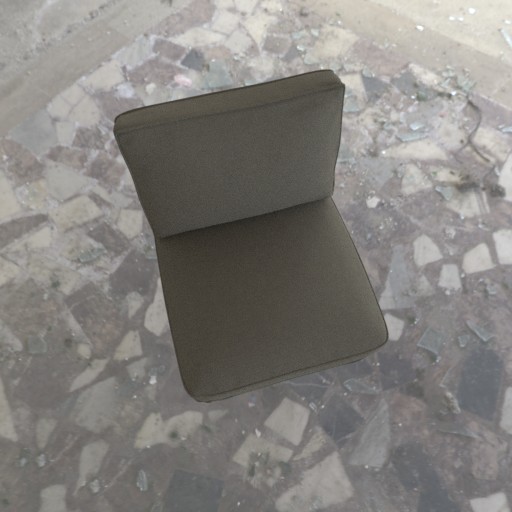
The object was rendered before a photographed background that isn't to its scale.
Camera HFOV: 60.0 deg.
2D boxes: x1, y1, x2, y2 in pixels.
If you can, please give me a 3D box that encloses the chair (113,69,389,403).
[{"bbox_3d":[0.000,0.000,1.659,0.724,1.045,0.924,-14,65,-7],"label":"chair"}]
